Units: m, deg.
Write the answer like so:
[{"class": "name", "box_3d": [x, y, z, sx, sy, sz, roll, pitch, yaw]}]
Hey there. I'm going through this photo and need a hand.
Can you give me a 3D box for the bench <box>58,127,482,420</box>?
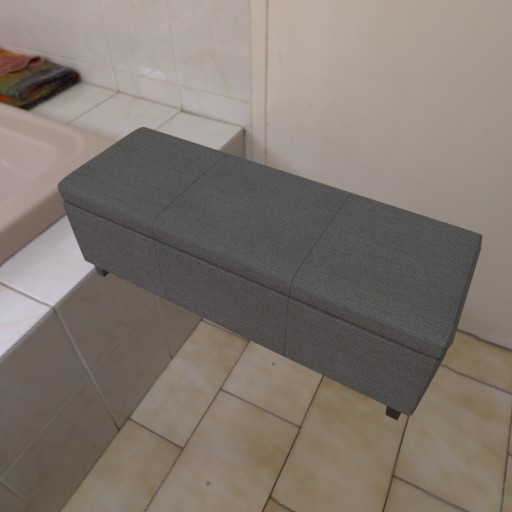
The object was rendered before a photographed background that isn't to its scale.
[{"class": "bench", "box_3d": [0.000, 0.000, 1.485, 1.269, 0.438, 0.446, 22, 49, 20]}]
